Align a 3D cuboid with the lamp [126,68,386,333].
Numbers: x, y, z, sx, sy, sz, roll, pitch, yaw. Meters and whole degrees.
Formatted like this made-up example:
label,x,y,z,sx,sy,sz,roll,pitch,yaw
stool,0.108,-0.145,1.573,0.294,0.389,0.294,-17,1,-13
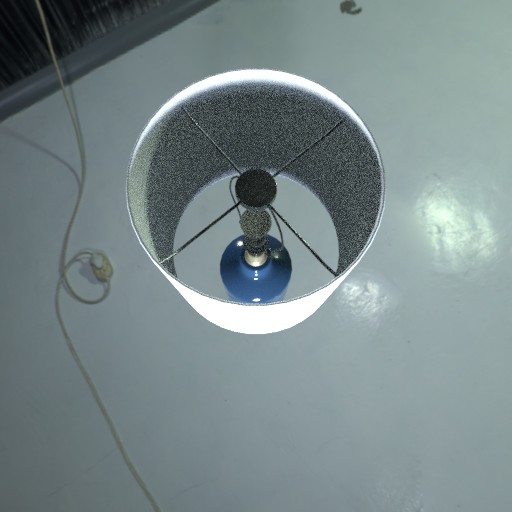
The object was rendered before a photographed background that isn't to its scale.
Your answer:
label,x,y,z,sx,sy,sz,roll,pitch,yaw
lamp,0.000,0.000,0.574,0.207,0.461,0.207,-39,78,-10
